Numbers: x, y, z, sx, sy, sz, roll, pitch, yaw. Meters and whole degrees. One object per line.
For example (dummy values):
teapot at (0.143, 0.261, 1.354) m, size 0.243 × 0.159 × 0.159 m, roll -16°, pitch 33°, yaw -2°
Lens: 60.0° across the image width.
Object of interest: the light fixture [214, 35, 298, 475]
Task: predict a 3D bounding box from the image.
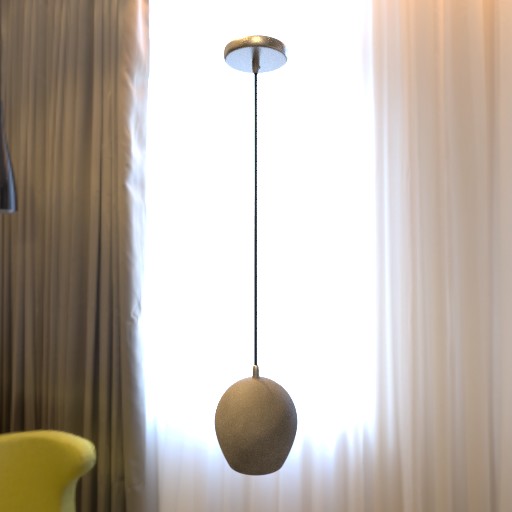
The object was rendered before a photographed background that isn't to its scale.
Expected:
light fixture at (0.000, 0.000, 0.818) m, size 0.153 × 0.760 × 0.153 m, roll 0°, pitch 0°, yaw -18°
